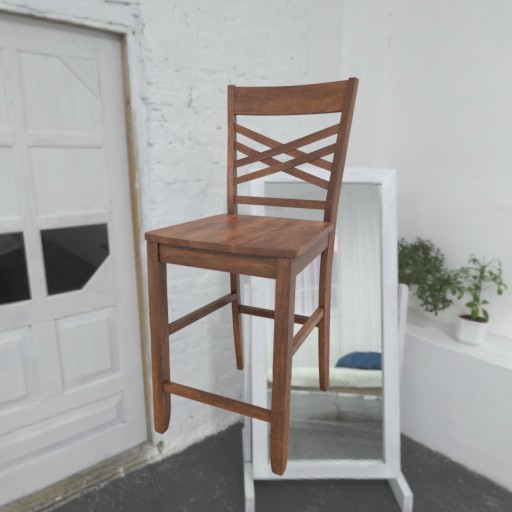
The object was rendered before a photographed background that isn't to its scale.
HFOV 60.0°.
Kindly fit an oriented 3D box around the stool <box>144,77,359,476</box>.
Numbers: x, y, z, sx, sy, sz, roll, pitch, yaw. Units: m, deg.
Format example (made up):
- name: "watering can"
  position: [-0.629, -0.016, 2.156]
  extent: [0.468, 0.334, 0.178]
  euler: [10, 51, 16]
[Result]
- name: "stool"
  position: [0.000, 0.000, 1.390]
  extent: [0.462, 1.079, 0.539]
  euler: [7, 16, 25]
